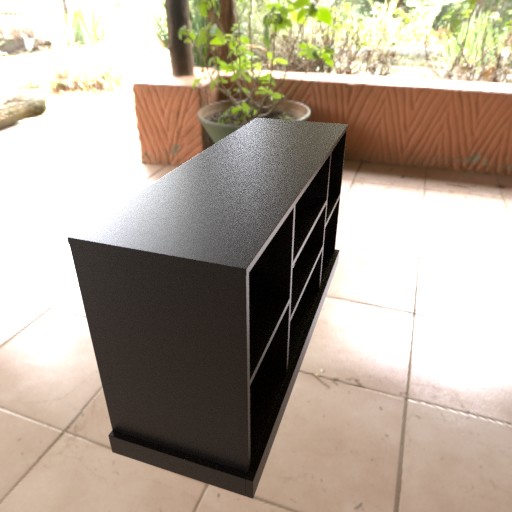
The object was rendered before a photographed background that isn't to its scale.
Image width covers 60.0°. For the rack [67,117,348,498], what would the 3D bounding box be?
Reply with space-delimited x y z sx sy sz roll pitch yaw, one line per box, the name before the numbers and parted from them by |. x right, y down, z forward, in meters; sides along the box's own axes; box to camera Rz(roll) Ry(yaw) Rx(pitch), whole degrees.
rack | 0.000 0.000 1.471 0.399 0.635 1.206 9 31 16
